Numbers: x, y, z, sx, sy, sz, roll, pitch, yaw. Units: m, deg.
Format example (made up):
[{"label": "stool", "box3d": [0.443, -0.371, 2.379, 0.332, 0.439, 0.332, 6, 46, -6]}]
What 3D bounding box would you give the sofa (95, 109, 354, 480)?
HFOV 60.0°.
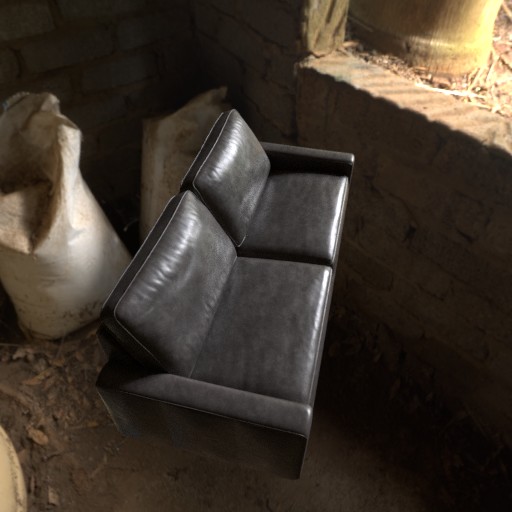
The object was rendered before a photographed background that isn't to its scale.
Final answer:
[{"label": "sofa", "box3d": [0.000, 0.000, 2.586, 0.939, 0.916, 2.081, 10, 47, 10]}]
